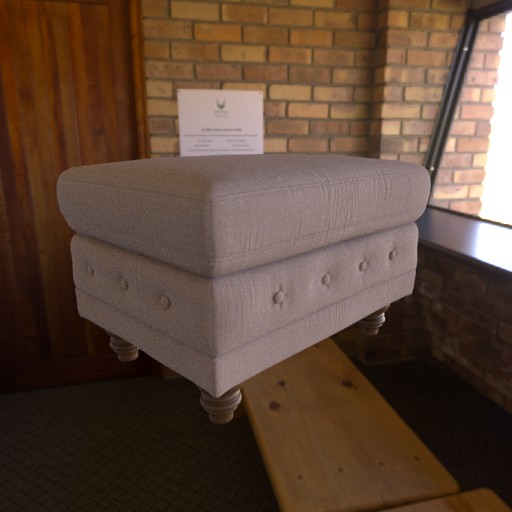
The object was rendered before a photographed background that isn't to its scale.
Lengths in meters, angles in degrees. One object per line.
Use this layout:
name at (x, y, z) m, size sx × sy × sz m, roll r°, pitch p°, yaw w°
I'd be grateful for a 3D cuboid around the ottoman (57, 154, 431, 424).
ottoman at (0.000, 0.000, 1.129) m, size 0.569 × 0.500 × 0.771 m, roll 14°, pitch 20°, yaw 43°
